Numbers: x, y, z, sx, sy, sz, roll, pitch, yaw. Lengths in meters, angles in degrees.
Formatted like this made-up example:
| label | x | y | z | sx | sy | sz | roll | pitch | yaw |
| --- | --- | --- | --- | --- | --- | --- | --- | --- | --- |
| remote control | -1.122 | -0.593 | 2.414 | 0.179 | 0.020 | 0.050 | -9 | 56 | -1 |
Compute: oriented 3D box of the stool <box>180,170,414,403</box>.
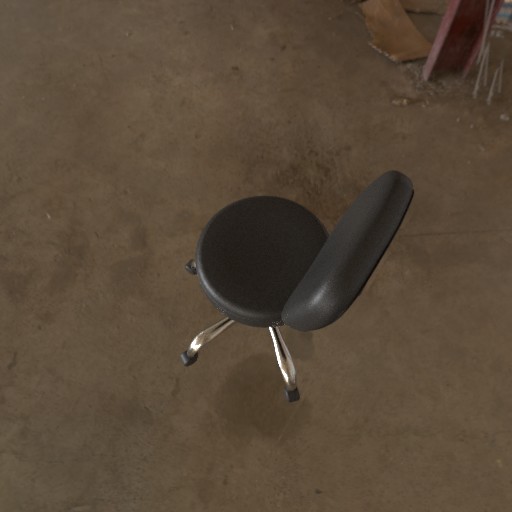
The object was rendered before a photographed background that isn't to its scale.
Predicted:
| label | x | y | z | sx | sy | sz | roll | pitch | yaw |
| --- | --- | --- | --- | --- | --- | --- | --- | --- | --- |
| stool | 0.000 | 0.000 | 1.333 | 0.648 | 0.862 | 0.673 | 29 | 67 | 14 |
